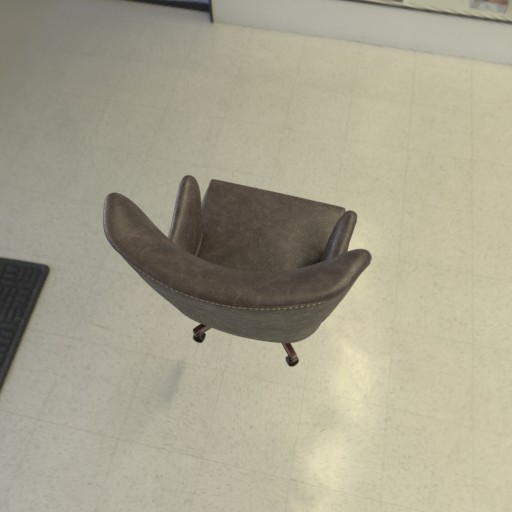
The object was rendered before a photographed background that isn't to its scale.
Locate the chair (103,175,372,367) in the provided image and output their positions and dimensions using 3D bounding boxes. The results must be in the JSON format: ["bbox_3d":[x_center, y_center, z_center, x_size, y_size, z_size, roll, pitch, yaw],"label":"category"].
[{"bbox_3d":[0.000,0.000,1.460,0.594,1.037,0.717,13,64,7],"label":"chair"}]
